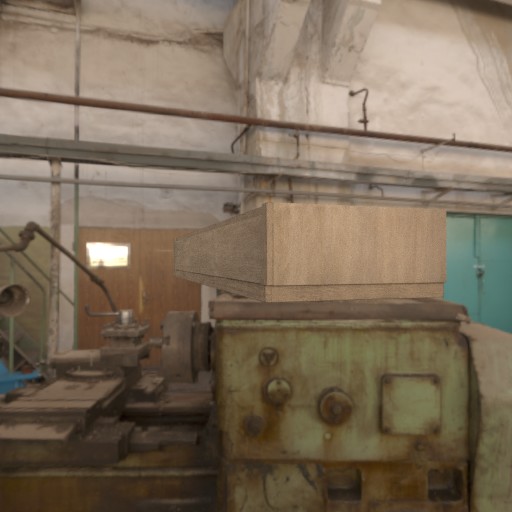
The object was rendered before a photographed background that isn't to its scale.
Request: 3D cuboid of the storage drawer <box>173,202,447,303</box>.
[{"bbox_3d":[0.000,0.000,2.277,0.591,0.274,2.072,0,-1,-17],"label":"storage drawer"}]
